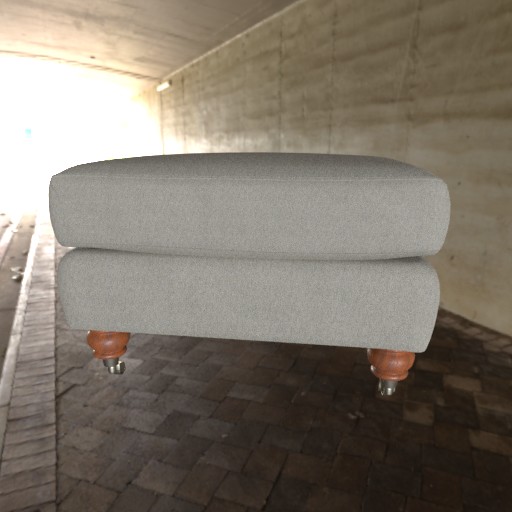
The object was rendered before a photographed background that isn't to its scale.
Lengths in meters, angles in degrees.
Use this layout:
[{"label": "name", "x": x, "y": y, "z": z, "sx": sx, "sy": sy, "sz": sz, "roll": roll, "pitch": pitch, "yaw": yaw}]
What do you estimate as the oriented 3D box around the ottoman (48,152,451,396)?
[{"label": "ottoman", "x": 0.000, "y": 0.000, "z": 1.107, "sx": 0.773, "sy": 0.504, "sz": 0.569, "roll": 2, "pitch": 14, "yaw": 8}]
